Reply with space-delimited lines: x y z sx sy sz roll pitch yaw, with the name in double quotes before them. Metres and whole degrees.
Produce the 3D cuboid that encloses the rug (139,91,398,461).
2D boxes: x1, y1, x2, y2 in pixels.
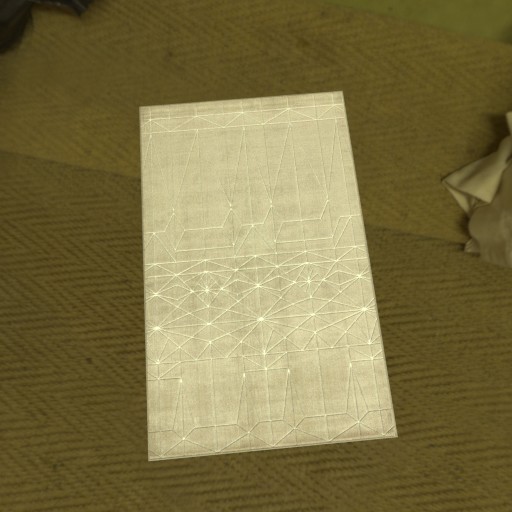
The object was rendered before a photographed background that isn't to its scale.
"rug" 0.000 0.000 3.008 1.524 0.012 2.438 -5 75 -1
